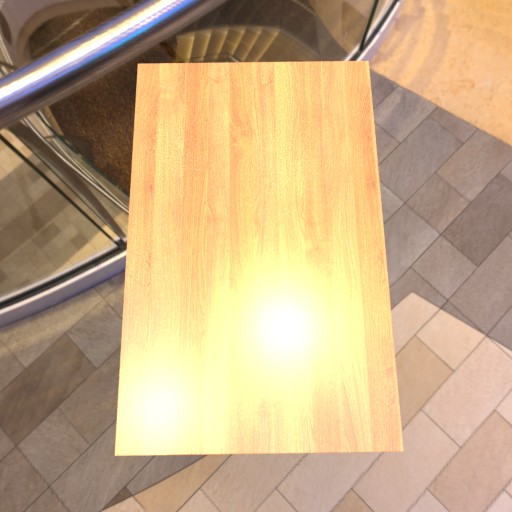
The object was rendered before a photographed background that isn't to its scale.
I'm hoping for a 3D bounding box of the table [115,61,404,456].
[{"bbox_3d":[0.000,0.000,1.421,0.700,0.442,1.100,-1,76,0],"label":"table"}]
